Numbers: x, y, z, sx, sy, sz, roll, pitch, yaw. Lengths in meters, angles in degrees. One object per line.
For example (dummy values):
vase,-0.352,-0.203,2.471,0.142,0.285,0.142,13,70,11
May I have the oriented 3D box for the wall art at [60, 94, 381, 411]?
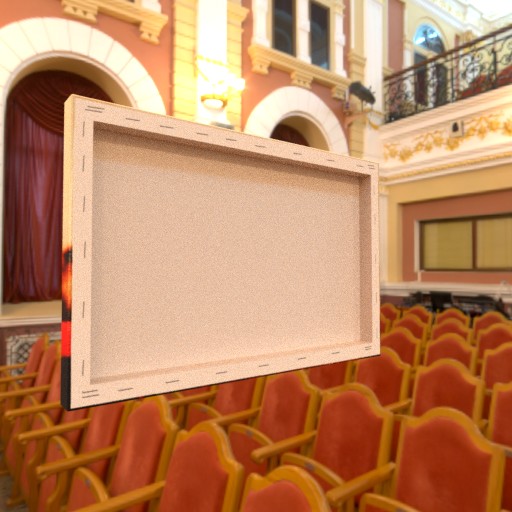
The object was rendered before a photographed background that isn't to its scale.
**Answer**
wall art,0.000,0.000,0.757,0.613,0.402,0.040,1,-2,-36
